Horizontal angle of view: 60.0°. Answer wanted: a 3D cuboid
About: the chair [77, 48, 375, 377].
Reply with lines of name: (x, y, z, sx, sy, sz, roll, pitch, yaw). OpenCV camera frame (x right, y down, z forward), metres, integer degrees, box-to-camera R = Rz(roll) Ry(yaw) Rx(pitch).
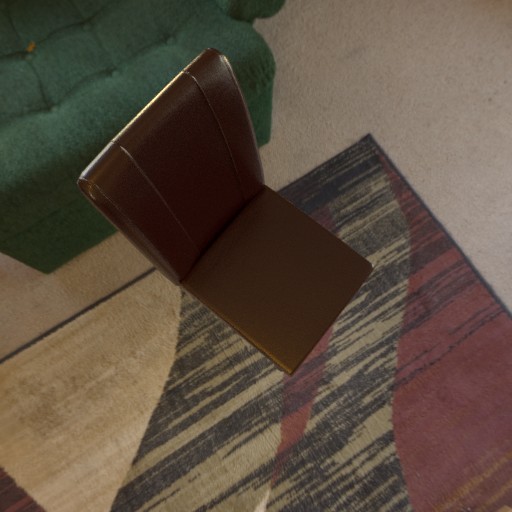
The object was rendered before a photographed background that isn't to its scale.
chair: (0.000, 0.000, 1.223, 0.556, 0.897, 0.399, 38, 78, 10)
